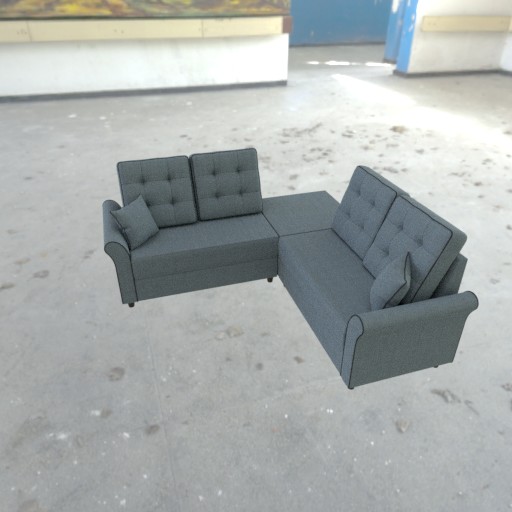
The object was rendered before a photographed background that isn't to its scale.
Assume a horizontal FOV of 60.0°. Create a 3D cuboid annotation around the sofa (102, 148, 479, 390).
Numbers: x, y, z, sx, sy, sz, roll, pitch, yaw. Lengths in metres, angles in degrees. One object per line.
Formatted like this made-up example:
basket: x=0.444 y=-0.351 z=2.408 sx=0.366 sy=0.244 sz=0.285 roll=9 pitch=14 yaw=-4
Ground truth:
sofa: x=0.000 y=0.000 z=3.197 sx=2.068 sy=0.988 sz=2.070 roll=-9 pitch=33 yaw=-15
